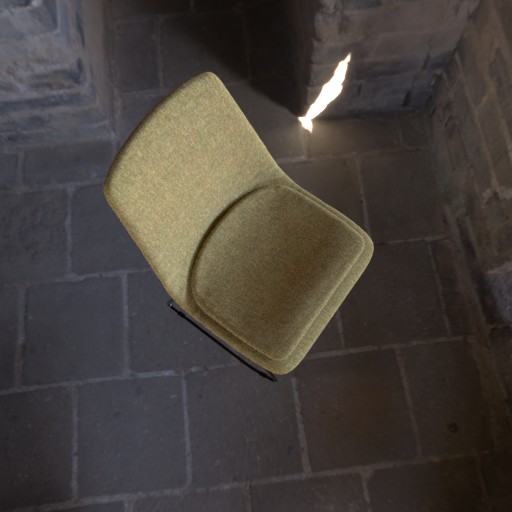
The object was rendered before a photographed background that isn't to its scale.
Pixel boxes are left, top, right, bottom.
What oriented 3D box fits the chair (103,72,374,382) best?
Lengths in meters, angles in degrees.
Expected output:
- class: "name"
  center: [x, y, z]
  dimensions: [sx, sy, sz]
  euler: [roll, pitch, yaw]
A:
- class: "chair"
  center: [0.000, 0.000, 1.159]
  dimensions: [0.496, 0.849, 0.479]
  euler: [35, 78, 9]
